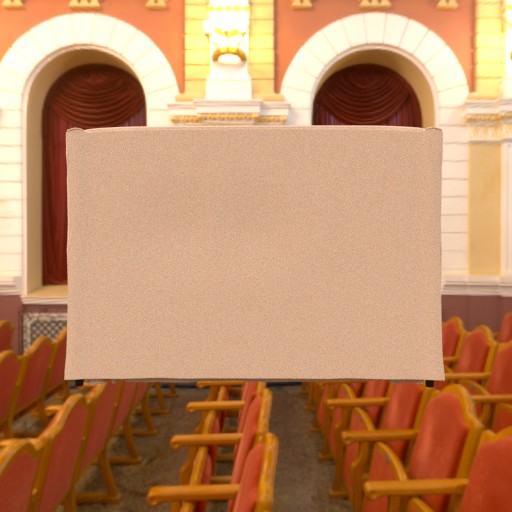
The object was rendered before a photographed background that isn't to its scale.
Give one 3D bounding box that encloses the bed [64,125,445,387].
[{"bbox_3d":[0.000,0.000,3.347,1.925,1.332,2.276,0,0,1],"label":"bed"}]
